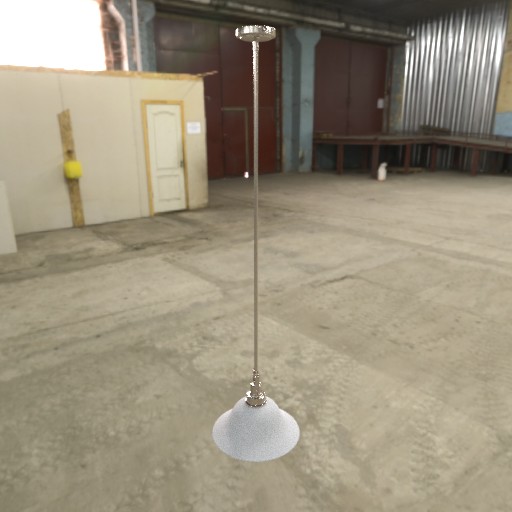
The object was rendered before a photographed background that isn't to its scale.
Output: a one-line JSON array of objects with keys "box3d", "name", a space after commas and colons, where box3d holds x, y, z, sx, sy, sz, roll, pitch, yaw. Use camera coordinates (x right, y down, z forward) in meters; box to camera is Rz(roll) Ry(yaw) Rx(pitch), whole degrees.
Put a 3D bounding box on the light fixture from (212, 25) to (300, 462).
[{"box3d": [0.000, 0.000, 1.462, 0.324, 1.354, 0.324, -3, 16, -9], "name": "light fixture"}]
